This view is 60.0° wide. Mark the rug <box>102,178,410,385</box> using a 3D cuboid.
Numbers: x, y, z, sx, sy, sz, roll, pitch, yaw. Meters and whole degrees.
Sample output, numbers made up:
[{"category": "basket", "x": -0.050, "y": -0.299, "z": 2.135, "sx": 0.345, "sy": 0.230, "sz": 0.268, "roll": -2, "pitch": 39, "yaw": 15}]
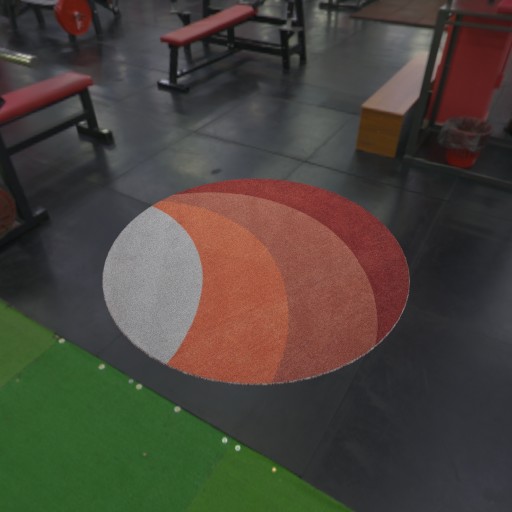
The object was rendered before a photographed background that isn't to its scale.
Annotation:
[{"category": "rug", "x": 0.000, "y": 0.000, "z": 2.260, "sx": 1.514, "sy": 0.015, "sz": 1.514, "roll": 0, "pitch": 40, "yaw": 0}]
